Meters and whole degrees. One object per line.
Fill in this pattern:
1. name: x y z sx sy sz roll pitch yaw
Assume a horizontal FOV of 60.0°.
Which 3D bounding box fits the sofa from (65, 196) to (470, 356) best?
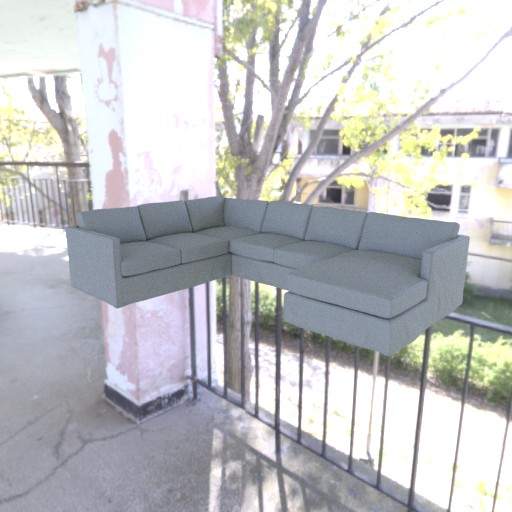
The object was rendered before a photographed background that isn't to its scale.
1. sofa: 0.000 0.000 4.593 3.460 0.882 2.427 12 18 41
